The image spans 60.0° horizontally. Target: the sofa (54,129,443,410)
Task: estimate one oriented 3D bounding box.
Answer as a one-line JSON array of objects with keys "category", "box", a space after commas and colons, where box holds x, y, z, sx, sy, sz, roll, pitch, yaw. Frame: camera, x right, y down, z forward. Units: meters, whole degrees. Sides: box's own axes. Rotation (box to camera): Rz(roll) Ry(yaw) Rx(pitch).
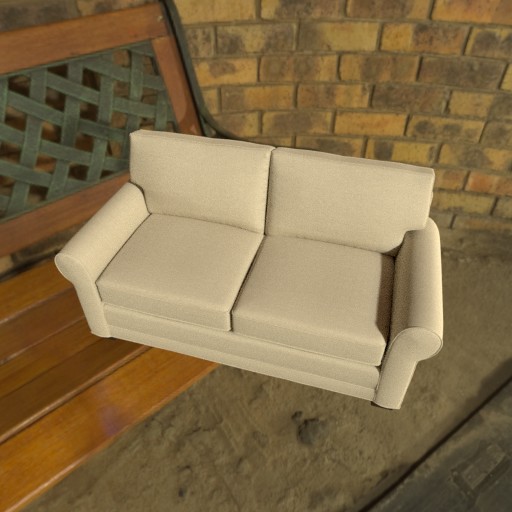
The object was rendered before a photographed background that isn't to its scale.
[{"category": "sofa", "box": [0.000, 0.000, 2.280, 1.774, 0.933, 0.861, 11, 42, 12]}]
